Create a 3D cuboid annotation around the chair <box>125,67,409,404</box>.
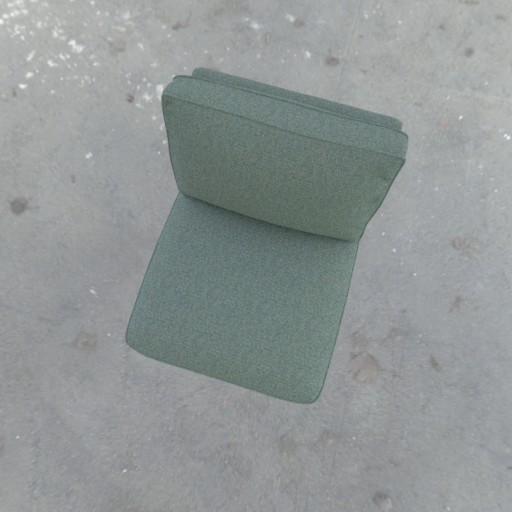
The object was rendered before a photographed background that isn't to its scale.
[{"bbox_3d":[0.000,0.000,1.421,0.624,0.901,0.796,16,76,4],"label":"chair"}]
